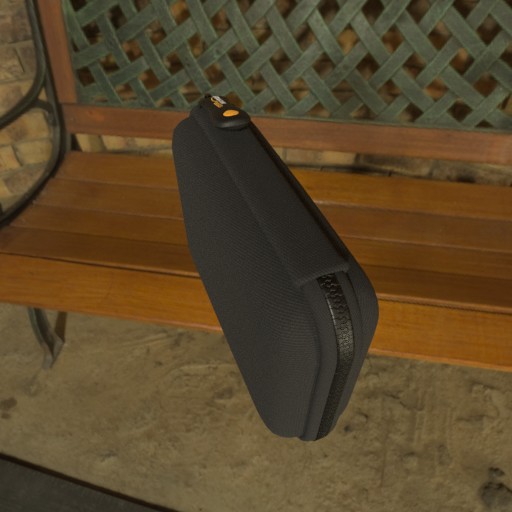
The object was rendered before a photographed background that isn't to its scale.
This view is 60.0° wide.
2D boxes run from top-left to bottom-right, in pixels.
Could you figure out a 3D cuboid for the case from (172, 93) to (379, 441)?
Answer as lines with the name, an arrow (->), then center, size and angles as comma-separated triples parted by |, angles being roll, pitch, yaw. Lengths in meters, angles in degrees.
case -> 0.000, 0.000, 0.182 | 0.038, 0.105, 0.132 | -17, 51, -15
